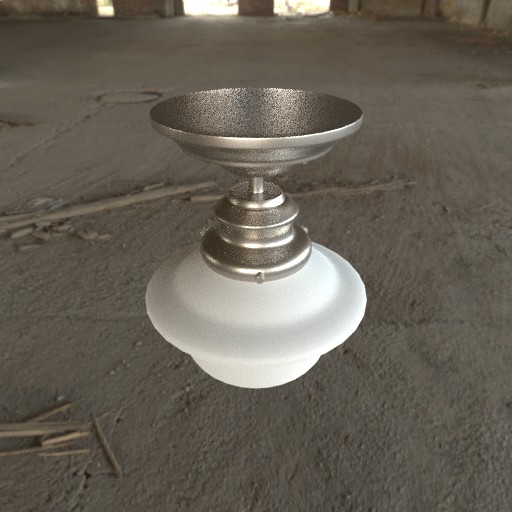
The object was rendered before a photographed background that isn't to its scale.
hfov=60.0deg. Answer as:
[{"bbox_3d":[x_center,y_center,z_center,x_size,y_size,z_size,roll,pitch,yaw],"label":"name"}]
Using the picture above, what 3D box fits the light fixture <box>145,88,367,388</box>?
[{"bbox_3d":[0.000,0.000,0.390,0.199,0.254,0.199,0,31,0],"label":"light fixture"}]
